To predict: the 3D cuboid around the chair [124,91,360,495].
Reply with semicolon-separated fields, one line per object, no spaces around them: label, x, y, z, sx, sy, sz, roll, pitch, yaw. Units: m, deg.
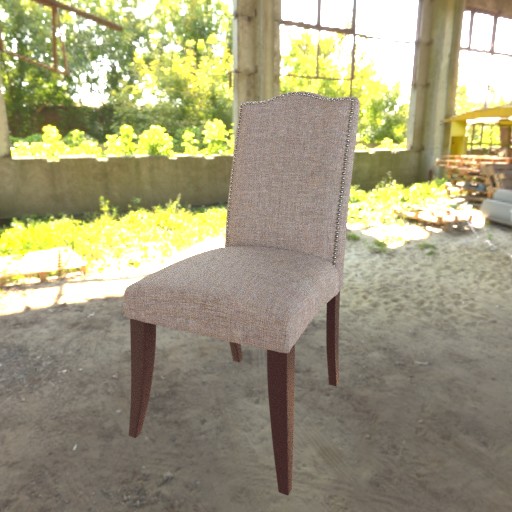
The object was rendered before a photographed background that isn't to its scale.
chair;0.000;0.000;1.364;0.513;1.016;0.660;7;16;26
